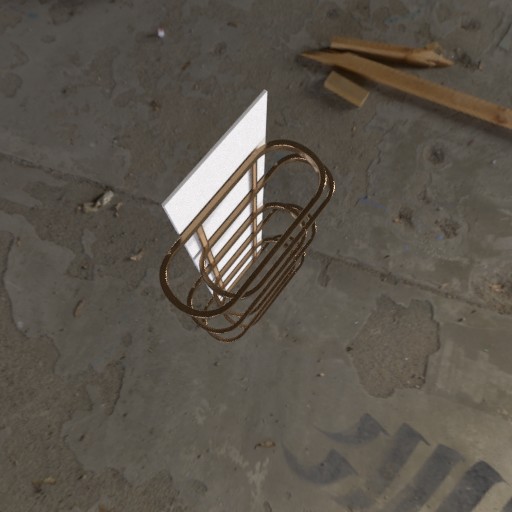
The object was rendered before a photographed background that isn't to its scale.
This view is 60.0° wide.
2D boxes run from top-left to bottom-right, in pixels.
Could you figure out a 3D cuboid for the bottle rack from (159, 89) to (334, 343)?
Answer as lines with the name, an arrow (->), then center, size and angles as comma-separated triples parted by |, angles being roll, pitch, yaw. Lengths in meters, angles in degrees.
bottle rack -> 0.000, 0.000, 0.831 | 0.118, 0.709, 0.332 | 37, 78, 9
